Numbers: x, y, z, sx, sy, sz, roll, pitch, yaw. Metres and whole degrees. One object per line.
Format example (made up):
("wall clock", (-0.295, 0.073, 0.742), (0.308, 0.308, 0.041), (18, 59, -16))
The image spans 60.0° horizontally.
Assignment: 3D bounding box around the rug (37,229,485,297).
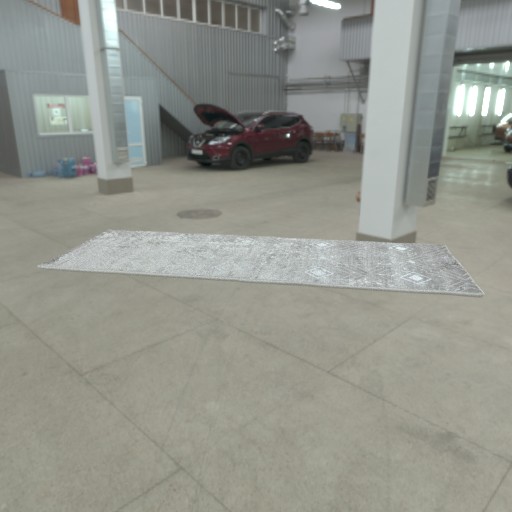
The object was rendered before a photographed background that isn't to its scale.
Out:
("rug", (0.000, 0.000, 2.715), (2.381, 0.035, 0.832), (3, 18, 9))
